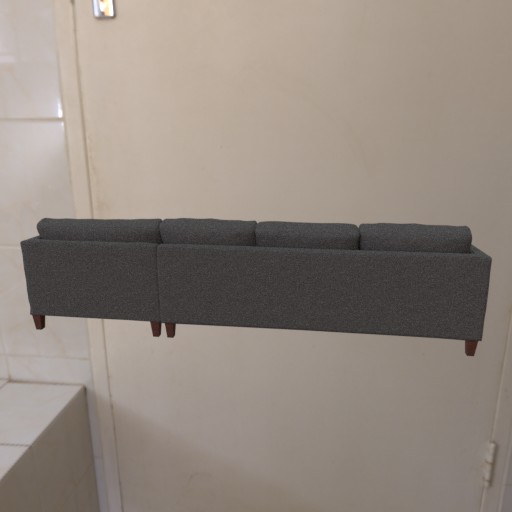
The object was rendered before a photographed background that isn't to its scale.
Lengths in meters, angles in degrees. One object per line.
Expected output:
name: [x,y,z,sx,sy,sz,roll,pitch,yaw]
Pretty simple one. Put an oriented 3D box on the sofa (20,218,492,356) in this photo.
sofa: [0.000,0.000,3.768,3.186,0.846,1.625,2,15,8]
